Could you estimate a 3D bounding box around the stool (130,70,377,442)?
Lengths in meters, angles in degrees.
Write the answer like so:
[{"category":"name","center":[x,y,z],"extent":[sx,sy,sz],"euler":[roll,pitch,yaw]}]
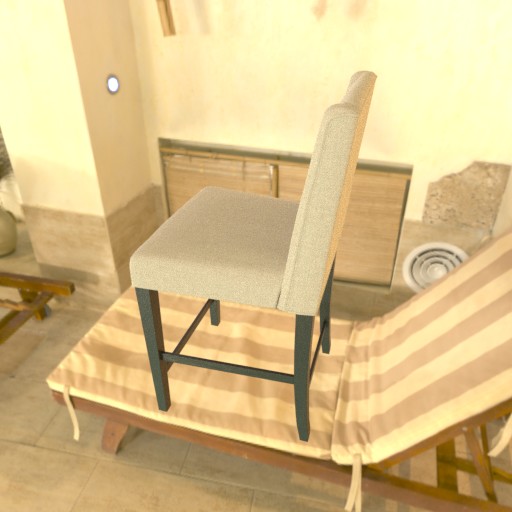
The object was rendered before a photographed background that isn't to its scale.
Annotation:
[{"category":"stool","center":[0.000,0.000,1.238],"extent":[0.509,0.939,0.474],"euler":[9,32,15]}]
